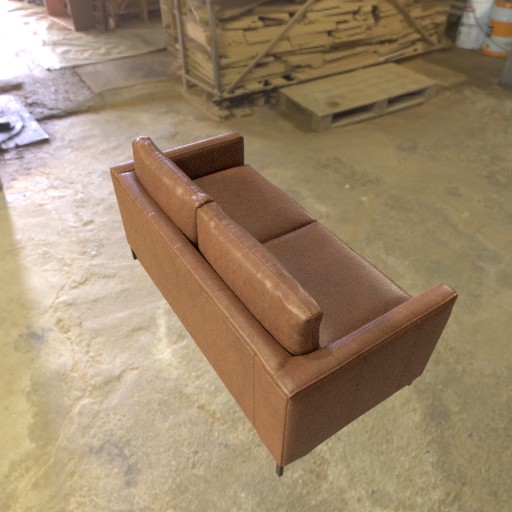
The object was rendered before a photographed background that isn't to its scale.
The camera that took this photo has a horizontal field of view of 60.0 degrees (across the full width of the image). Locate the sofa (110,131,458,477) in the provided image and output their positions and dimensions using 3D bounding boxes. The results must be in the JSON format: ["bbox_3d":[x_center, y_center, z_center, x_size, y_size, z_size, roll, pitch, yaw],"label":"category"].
[{"bbox_3d":[0.000,0.000,2.329,0.899,0.883,1.797,-24,47,-24],"label":"sofa"}]
